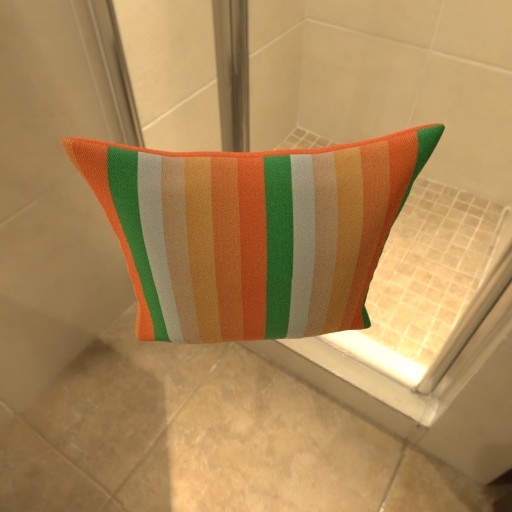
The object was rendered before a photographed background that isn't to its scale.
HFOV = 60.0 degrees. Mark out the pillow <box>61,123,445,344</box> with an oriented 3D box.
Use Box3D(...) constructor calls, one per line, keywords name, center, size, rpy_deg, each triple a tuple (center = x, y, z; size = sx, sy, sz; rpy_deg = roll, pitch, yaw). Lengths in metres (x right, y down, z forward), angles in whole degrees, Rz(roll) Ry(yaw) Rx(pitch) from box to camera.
Box3D(name="pillow", center=(0.000, 0.000, 0.686), size=(0.453, 0.444, 0.169), rpy_deg=(-3, 49, -2))
